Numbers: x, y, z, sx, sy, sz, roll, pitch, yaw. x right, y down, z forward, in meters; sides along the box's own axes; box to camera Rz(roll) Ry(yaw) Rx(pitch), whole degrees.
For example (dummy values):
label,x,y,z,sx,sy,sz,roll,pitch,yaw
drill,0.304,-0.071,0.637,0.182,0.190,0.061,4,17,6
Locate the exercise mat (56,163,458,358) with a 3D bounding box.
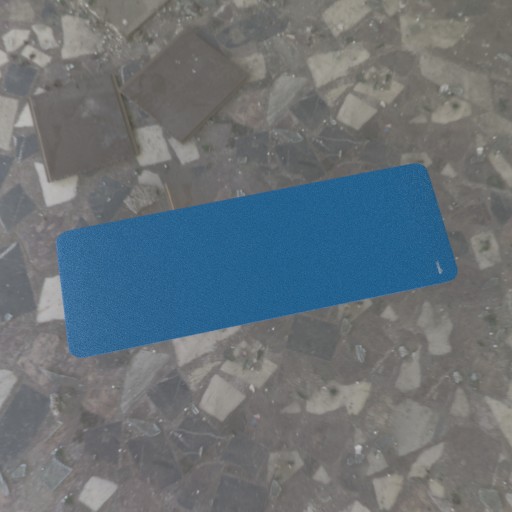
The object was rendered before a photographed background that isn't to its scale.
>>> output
label,x,y,z,sx,sy,sz,roll,pitch,yaw
exercise mat,0.000,0.000,2.131,1.869,0.021,0.616,-11,77,-3
